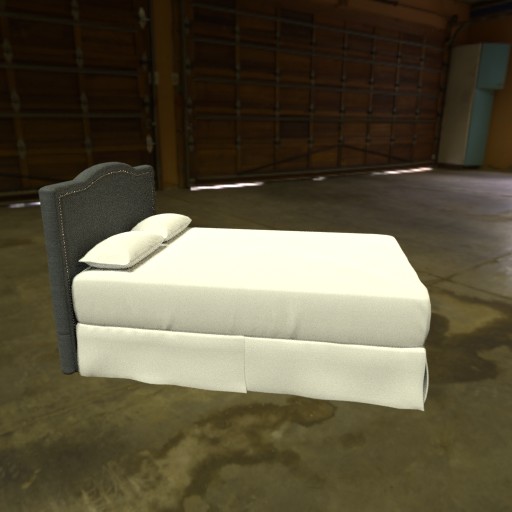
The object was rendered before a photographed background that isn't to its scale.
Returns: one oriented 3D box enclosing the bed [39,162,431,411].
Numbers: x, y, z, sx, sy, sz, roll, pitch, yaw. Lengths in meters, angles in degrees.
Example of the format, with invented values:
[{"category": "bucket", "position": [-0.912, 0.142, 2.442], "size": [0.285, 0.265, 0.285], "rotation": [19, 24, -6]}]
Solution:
[{"category": "bed", "position": [0.000, 0.000, 3.562], "size": [2.507, 1.441, 1.747], "rotation": [3, 17, 9]}]
